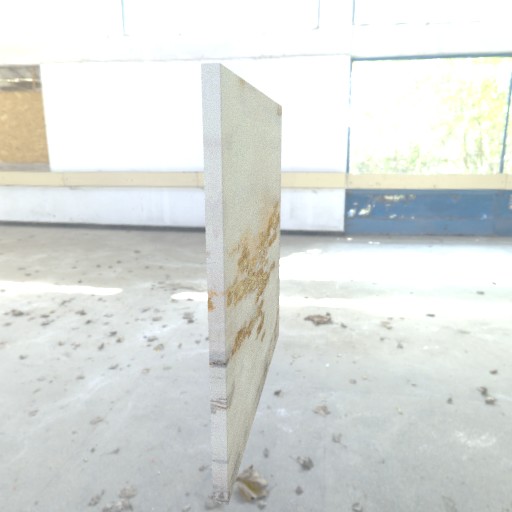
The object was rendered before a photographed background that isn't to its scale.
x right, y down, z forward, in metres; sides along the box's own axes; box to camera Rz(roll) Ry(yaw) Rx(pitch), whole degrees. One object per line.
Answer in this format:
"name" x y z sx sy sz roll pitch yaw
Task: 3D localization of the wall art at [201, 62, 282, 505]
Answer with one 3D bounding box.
"wall art" 0.000 0.000 1.460 0.040 1.018 1.015 2 14 10
